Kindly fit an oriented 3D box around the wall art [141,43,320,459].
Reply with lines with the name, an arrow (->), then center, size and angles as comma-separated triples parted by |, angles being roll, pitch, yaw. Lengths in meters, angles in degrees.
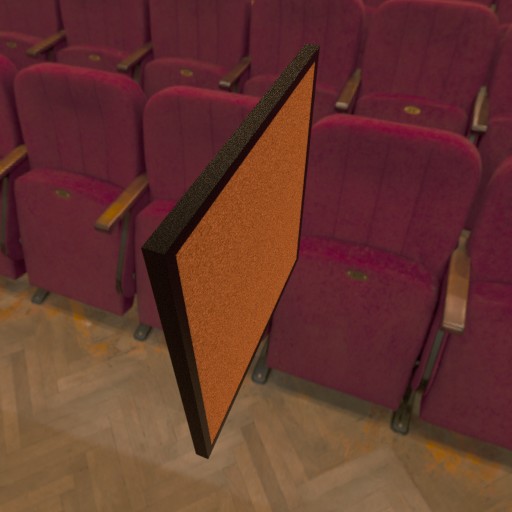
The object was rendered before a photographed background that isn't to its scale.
wall art -> 0.000, 0.000, 1.108 | 0.036, 0.755, 0.756 | 16, 48, 15
